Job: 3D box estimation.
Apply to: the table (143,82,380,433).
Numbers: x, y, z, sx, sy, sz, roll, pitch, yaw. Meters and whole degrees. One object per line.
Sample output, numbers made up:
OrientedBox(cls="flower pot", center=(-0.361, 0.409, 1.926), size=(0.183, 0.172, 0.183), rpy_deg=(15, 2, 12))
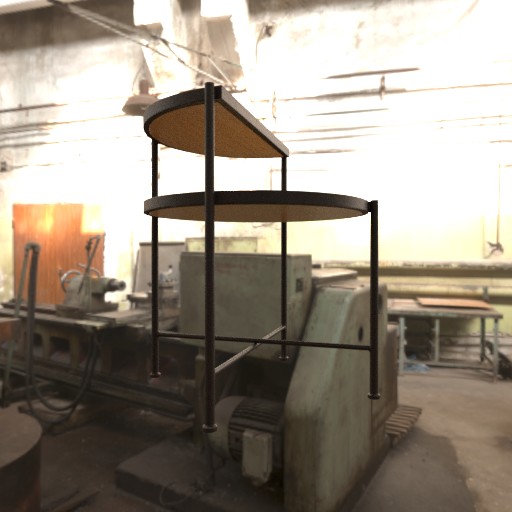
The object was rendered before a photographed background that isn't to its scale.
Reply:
OrientedBox(cls="table", center=(0.000, 0.000, 1.160), size=(0.628, 0.684, 0.629), rpy_deg=(0, 1, 18))
